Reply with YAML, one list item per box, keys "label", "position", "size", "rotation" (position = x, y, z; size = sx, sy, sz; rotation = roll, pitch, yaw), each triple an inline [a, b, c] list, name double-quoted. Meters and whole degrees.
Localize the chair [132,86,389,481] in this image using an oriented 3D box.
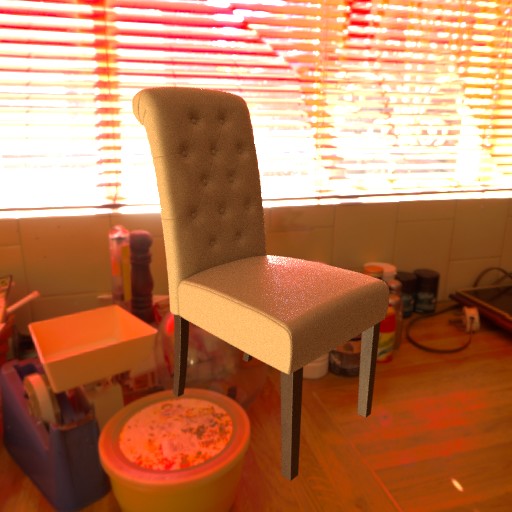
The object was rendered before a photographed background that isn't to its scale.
- label: "chair"
  position: [0.000, 0.000, 1.365]
  size: [0.671, 1.006, 0.456]
  rotation: [15, 22, 42]
